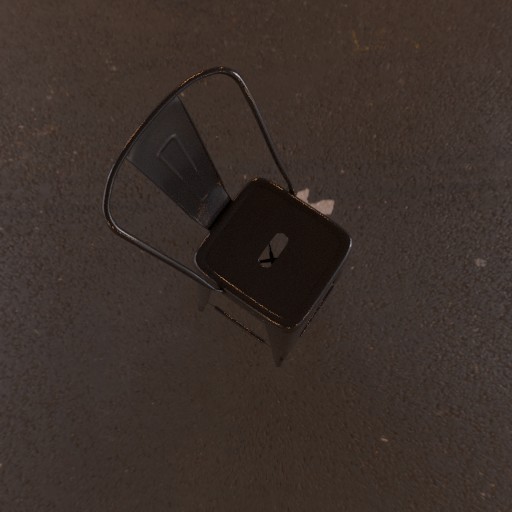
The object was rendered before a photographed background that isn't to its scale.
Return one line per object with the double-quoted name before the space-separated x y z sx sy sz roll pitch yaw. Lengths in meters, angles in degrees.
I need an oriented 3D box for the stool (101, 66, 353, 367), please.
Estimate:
"stool" 0.000 0.000 1.317 0.528 1.022 0.432 34 79 8
